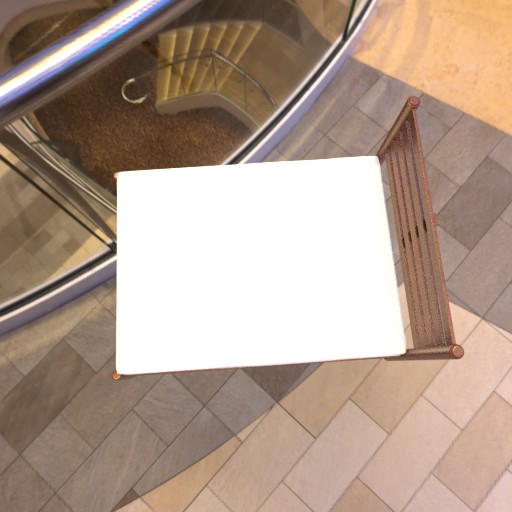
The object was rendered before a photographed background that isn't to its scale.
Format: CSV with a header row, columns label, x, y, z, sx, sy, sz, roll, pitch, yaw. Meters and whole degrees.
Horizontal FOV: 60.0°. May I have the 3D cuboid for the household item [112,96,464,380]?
label,x,y,z,sx,sy,sz,roll,pitch,yaw
household item,0.000,0.000,3.297,2.232,1.356,1.663,-4,76,-1
